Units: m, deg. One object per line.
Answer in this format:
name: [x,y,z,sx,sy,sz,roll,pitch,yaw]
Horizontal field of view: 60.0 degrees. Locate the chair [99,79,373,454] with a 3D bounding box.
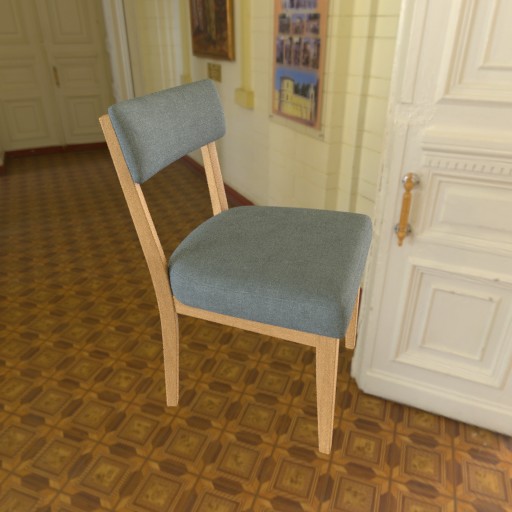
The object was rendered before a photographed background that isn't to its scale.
chair: [0.000,0.000,1.200,0.572,0.832,0.508,9,30,17]
